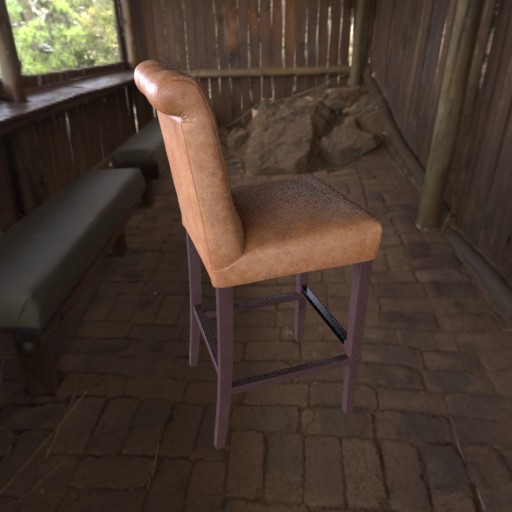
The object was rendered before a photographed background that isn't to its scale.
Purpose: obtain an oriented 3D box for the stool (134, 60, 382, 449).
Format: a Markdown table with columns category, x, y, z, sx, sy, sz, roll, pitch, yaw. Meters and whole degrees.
| category | x | y | z | sx | sy | sz | roll | pitch | yaw |
| --- | --- | --- | --- | --- | --- | --- | --- | --- | --- |
| stool | 0.000 | 0.000 | 1.421 | 0.601 | 1.140 | 0.493 | -9 | 29 | -17 |
